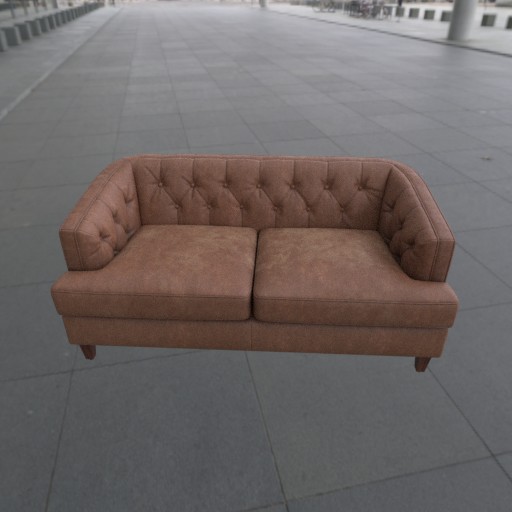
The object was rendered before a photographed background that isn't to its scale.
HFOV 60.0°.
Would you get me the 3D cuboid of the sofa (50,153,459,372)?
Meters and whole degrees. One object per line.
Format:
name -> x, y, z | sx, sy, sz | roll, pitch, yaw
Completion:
sofa -> 0.000, 0.000, 2.286 | 1.755, 0.786, 0.914 | 2, 31, 3
